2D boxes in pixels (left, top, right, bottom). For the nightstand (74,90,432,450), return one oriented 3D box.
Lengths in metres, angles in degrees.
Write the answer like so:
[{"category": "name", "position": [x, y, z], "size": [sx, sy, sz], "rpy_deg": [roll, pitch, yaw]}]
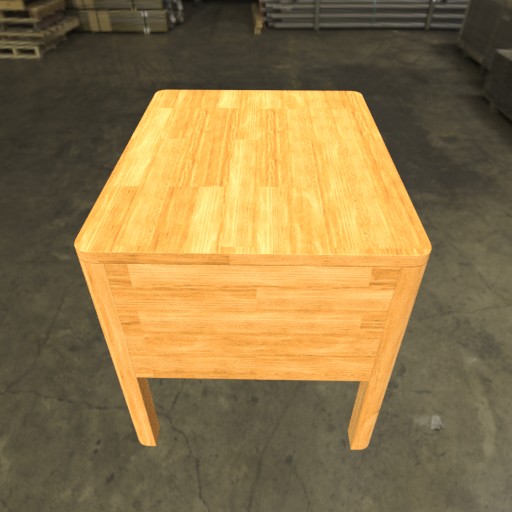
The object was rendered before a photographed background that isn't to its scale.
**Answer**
[{"category": "nightstand", "position": [0.000, 0.000, 0.896], "size": [0.440, 0.470, 0.560], "rpy_deg": [1, 40, 1]}]
